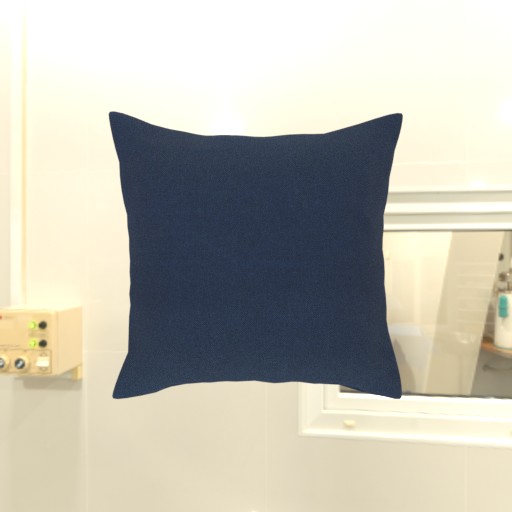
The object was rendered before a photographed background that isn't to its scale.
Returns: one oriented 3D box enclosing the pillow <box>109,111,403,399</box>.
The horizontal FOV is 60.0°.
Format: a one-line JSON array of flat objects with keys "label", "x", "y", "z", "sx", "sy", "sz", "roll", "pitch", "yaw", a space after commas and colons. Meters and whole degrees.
[{"label": "pillow", "x": 0.000, "y": 0.000, "z": 0.701, "sx": 0.463, "sy": 0.454, "sz": 0.173, "roll": 0, "pitch": 1, "yaw": 0}]
